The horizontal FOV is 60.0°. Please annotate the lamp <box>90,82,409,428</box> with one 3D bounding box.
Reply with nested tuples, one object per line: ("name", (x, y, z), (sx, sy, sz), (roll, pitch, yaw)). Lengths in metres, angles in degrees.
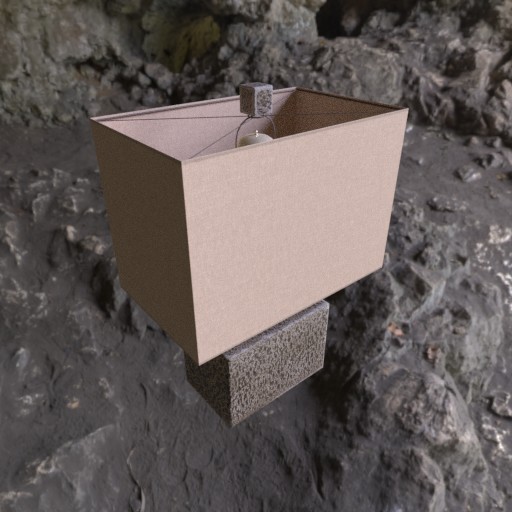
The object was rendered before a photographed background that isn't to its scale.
("lamp", (0.000, 0.000, 0.564), (0.294, 0.411, 0.180), (-22, 37, -33))
